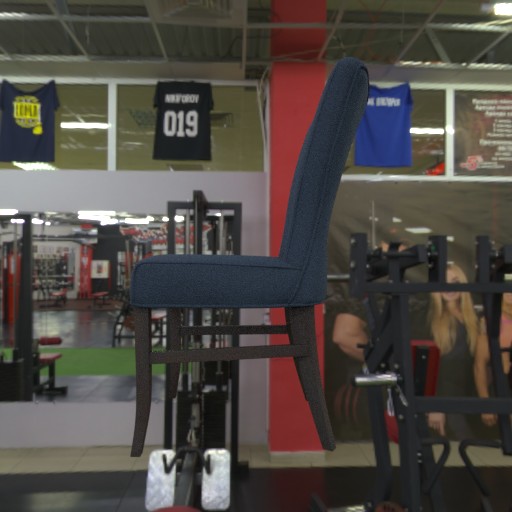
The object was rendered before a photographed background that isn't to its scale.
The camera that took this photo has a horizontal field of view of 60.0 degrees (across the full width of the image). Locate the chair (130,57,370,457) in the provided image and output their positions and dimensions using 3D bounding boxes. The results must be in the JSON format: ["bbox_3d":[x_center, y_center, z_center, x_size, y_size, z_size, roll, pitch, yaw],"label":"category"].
[{"bbox_3d":[0.000,0.000,1.335,0.660,0.991,0.520,0,-1,0],"label":"chair"}]
